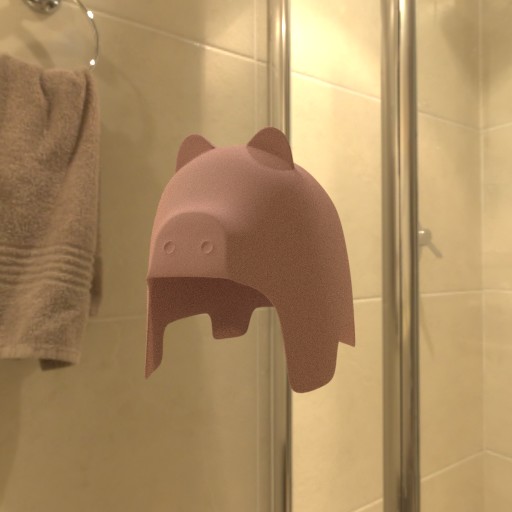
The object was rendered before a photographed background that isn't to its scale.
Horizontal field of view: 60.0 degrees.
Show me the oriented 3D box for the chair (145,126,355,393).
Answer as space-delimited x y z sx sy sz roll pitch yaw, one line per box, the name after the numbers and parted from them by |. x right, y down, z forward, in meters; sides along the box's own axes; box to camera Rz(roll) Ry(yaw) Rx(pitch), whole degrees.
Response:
0.000 0.000 0.886 0.364 0.423 0.619 0 -1 18 | chair
